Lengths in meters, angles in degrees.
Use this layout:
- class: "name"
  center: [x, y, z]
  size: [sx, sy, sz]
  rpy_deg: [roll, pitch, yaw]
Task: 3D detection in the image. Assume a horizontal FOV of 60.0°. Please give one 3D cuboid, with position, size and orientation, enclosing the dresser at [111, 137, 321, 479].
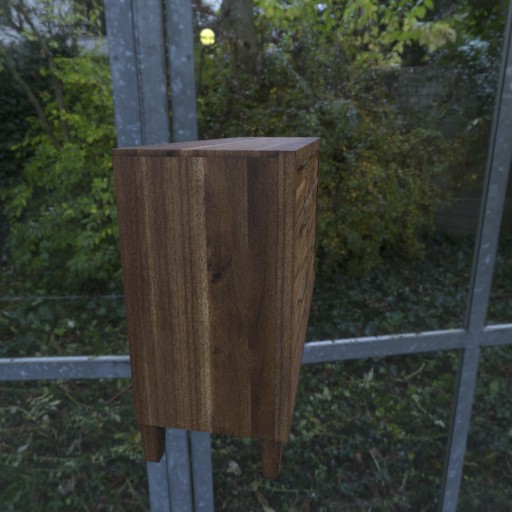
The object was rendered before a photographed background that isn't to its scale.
- class: "dresser"
  center: [0.000, 0.000, 1.775]
  size: [0.438, 0.892, 1.387]
  rpy_deg: [3, 16, 10]
